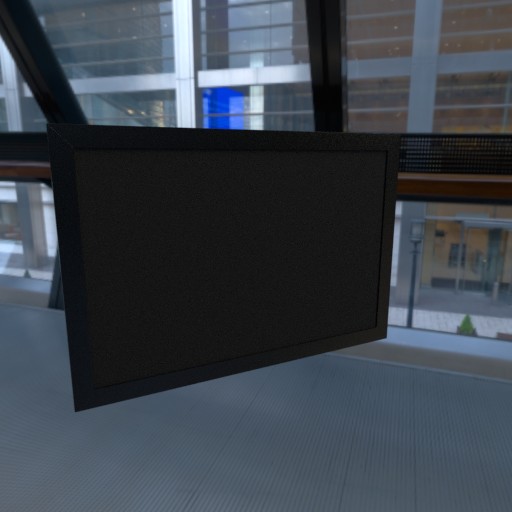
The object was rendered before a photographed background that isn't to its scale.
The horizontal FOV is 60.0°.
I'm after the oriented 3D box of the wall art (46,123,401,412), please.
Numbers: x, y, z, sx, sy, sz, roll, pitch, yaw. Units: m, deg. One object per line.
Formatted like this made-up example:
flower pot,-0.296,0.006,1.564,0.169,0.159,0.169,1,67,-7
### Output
wall art,0.000,0.000,0.816,0.660,0.447,0.013,-6,14,-26
